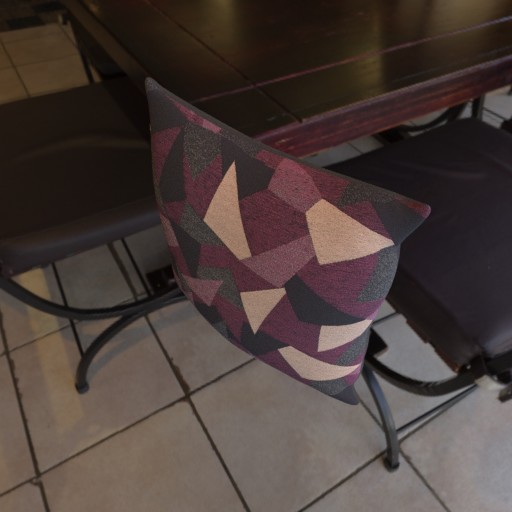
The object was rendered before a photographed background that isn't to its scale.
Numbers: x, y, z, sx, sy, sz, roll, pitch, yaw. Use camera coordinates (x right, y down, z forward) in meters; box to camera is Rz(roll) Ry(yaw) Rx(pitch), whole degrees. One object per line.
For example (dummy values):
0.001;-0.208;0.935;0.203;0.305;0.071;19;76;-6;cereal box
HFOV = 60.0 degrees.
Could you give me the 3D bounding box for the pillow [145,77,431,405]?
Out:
0.000;0.000;0.777;0.503;0.496;0.208;31;54;26;pillow
